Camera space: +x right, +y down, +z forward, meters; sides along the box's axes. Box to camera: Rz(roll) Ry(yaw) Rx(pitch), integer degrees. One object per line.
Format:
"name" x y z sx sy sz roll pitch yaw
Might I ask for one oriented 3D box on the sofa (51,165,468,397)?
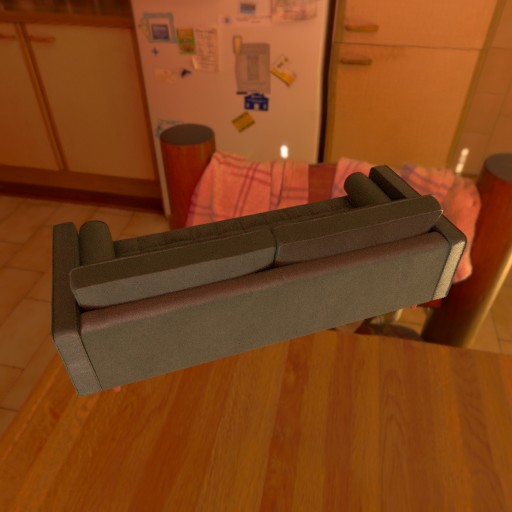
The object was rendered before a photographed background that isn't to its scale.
"sofa" 0.000 0.000 2.633 2.199 0.769 0.918 -12 42 -14
